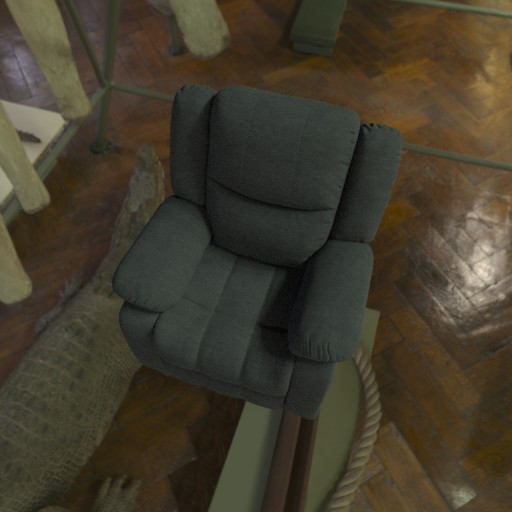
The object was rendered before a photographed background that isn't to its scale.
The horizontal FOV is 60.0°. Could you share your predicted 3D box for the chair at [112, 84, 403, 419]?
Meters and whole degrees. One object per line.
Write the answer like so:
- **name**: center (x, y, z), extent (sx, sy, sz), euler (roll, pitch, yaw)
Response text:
- **chair**: center (0.000, 0.000, 1.771), extent (0.899, 1.008, 0.944), euler (15, 60, 9)
